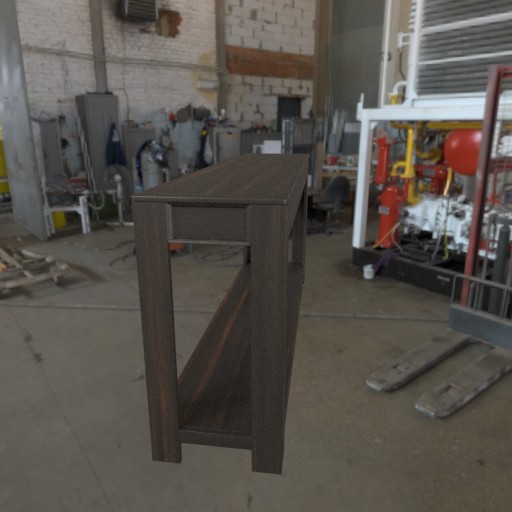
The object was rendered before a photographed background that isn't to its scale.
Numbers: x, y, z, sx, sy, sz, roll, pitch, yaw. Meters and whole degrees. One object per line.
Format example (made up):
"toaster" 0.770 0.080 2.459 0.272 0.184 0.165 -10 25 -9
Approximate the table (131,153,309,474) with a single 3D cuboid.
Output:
"table" 0.000 0.000 1.908 0.384 0.762 1.631 2 17 8
